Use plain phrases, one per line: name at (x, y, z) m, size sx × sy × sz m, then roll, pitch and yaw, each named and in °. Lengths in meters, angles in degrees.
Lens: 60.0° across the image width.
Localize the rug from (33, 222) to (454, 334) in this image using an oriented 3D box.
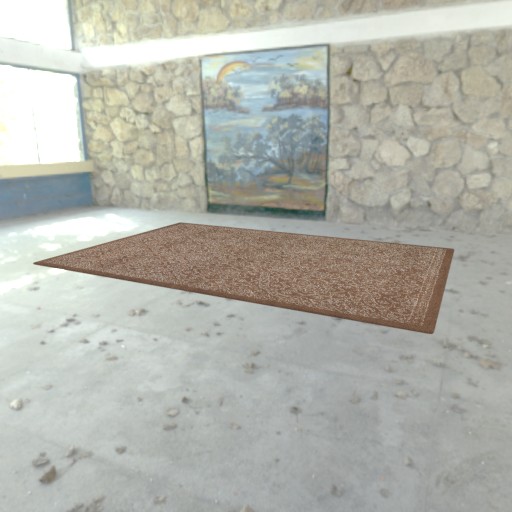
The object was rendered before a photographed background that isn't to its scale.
rug at (0.000, 0.000, 2.295) m, size 1.829 × 0.010 × 1.219 m, roll 7°, pitch 16°, yaw 25°
